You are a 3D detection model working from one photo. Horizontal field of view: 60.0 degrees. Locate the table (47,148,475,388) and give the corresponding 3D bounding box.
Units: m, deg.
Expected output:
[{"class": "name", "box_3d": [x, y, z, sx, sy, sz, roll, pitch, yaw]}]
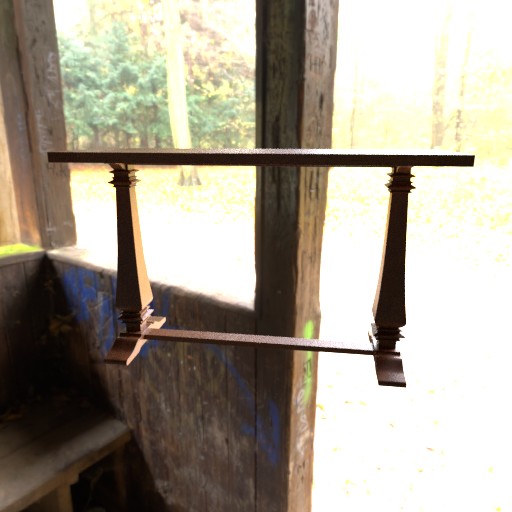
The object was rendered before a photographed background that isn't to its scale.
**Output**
[{"class": "table", "box_3d": [0.000, 0.000, 1.843, 1.478, 0.852, 0.461, 2, 16, 8]}]
